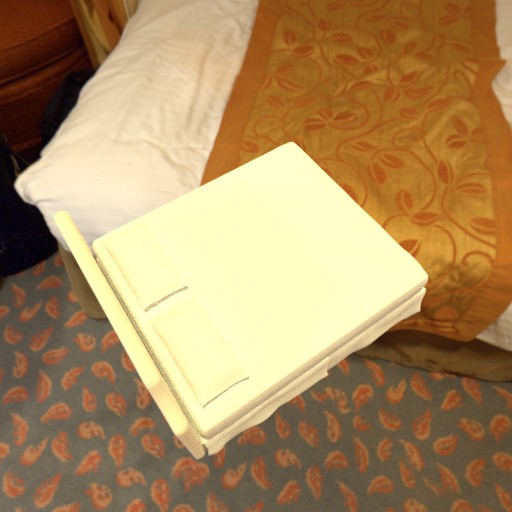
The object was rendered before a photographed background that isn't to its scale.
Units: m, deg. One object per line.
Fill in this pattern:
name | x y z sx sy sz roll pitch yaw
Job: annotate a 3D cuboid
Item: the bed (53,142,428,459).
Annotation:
bed | 0.000 0.000 4.202 2.773 1.590 2.350 -30 63 -17
